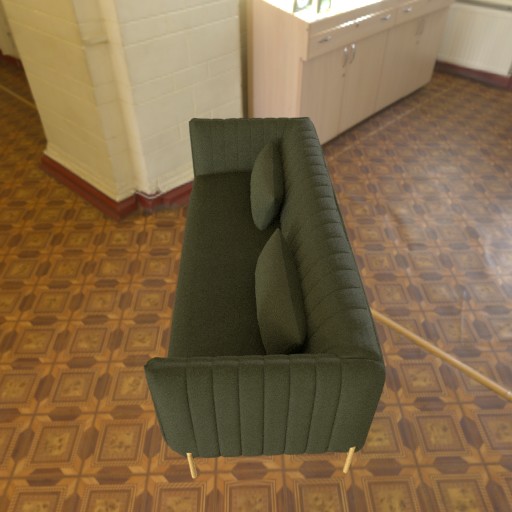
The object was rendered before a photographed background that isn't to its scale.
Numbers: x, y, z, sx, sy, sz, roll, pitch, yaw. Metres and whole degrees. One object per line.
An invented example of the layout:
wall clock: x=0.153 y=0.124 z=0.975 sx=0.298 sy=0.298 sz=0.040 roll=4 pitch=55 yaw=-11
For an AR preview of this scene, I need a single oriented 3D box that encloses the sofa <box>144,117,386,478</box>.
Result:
sofa: x=0.000 y=0.000 z=2.536 sx=0.896 sy=0.793 sz=2.137 roll=-1 pitch=41 yaw=-1
